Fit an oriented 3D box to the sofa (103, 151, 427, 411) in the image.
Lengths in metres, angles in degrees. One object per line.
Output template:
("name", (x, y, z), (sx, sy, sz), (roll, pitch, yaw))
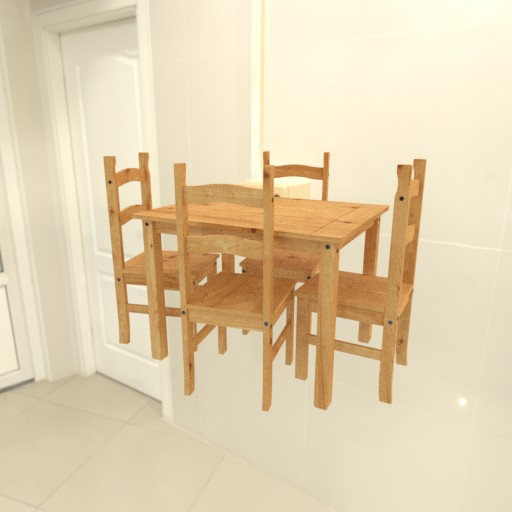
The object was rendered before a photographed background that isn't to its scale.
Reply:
("sofa", (0.000, 0.000, 2.275), (1.529, 1.000, 1.144), (8, 18, 27))
